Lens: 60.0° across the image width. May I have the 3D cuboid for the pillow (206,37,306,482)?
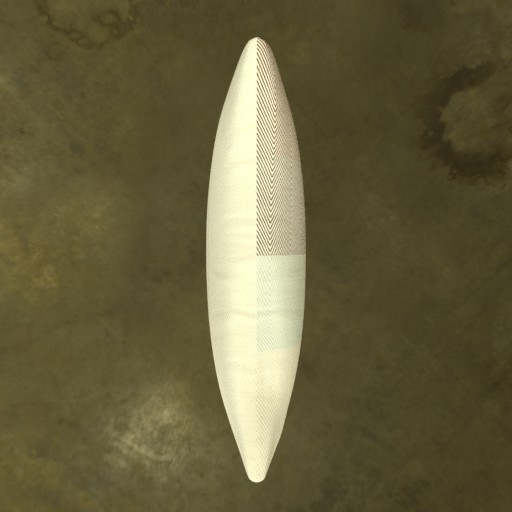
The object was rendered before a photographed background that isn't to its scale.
[{"bbox_3d":[0.000,0.000,0.640,0.139,0.305,0.506,0,91,0],"label":"pillow"}]
